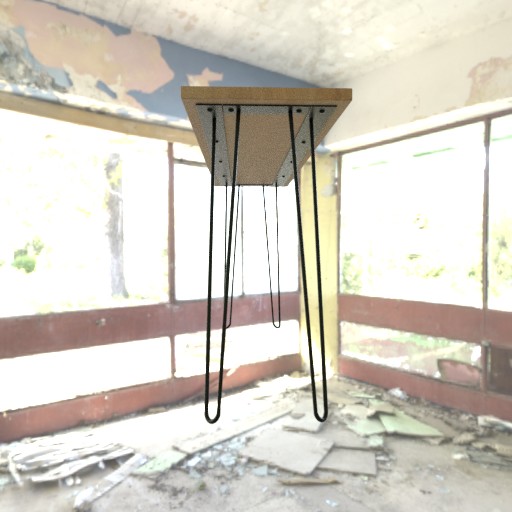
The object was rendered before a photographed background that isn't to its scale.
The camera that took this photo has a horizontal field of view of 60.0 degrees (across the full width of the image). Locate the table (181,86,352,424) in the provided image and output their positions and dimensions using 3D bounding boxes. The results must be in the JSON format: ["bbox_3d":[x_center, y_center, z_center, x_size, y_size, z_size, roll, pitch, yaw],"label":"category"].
[{"bbox_3d":[0.000,0.000,1.731,0.399,0.799,1.400,0,1,-2],"label":"table"}]
